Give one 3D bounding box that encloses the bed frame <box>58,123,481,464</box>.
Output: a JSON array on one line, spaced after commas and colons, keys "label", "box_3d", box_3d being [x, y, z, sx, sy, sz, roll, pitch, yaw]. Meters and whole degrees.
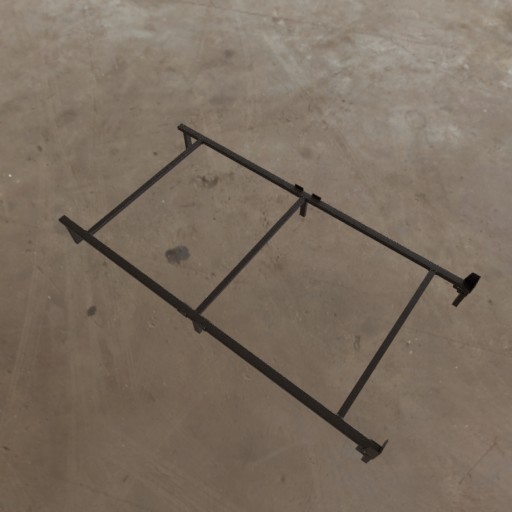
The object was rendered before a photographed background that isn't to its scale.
[{"label": "bed frame", "box_3d": [0.000, 0.000, 2.268, 1.897, 0.248, 0.968, 33, 62, 20]}]
